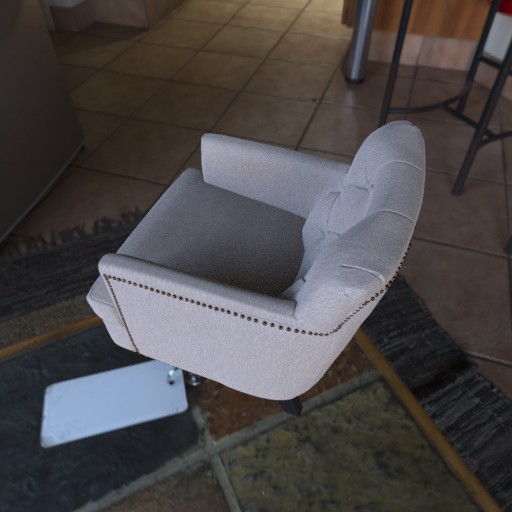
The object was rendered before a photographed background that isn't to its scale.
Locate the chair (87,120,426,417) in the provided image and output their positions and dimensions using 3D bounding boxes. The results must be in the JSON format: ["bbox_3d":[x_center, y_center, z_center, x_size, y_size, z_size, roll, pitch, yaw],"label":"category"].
[{"bbox_3d":[0.000,0.000,1.508,0.902,0.823,0.737,16,49,14],"label":"chair"}]
